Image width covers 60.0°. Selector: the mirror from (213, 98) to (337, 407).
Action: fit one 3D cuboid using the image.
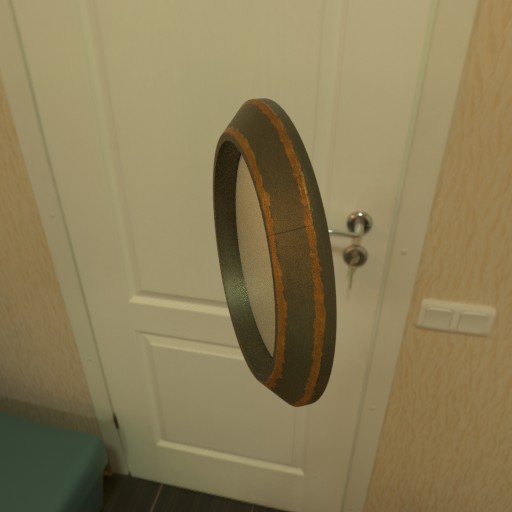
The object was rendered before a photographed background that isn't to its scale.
[{"bbox_3d":[0.000,0.000,1.359,0.111,0.907,0.907,-9,33,-14],"label":"mirror"}]
